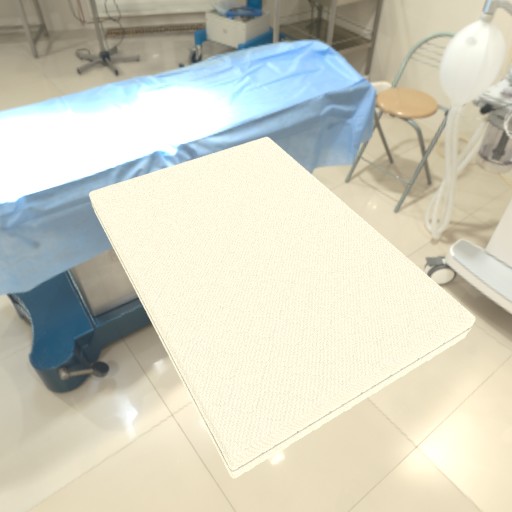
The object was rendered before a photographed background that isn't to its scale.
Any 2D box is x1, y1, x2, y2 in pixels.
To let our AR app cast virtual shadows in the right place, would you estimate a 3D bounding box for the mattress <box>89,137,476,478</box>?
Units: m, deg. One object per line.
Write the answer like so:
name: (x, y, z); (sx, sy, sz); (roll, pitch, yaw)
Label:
mattress: (0.000, 0.000, 2.617); (1.400, 0.200, 2.000); (-23, 50, -21)
